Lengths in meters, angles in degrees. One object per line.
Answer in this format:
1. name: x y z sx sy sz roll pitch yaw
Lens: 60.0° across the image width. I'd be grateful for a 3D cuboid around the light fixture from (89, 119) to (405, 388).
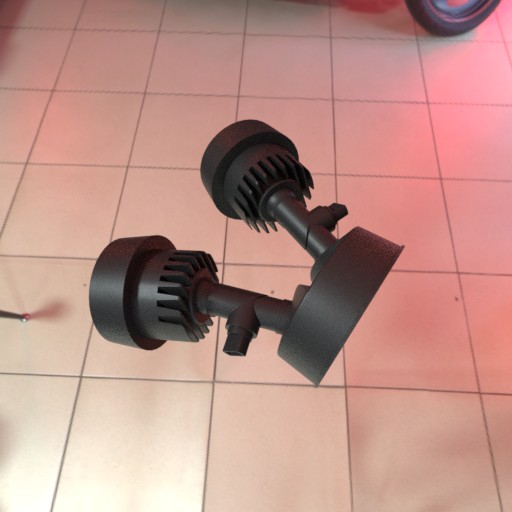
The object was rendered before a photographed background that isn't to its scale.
1. light fixture: 0.000 0.000 0.318 0.168 0.120 0.213 32 67 16
